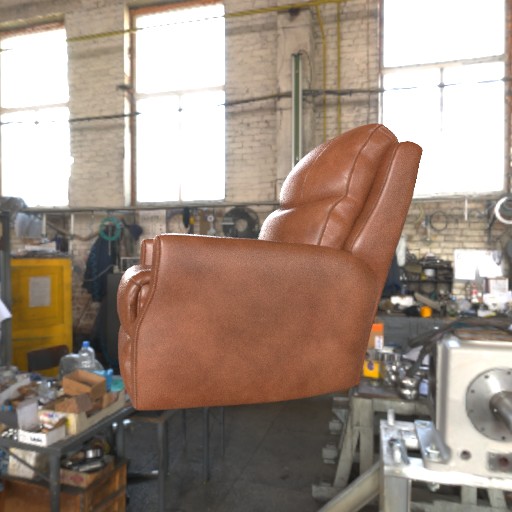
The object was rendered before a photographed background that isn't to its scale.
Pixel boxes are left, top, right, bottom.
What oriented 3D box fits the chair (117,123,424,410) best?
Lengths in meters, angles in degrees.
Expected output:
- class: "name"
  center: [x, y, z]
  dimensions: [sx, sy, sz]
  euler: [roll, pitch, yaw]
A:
- class: "chair"
  center: [0.000, 0.000, 1.789]
  dimensions: [1.072, 1.016, 0.821]
  euler: [0, 1, -18]
